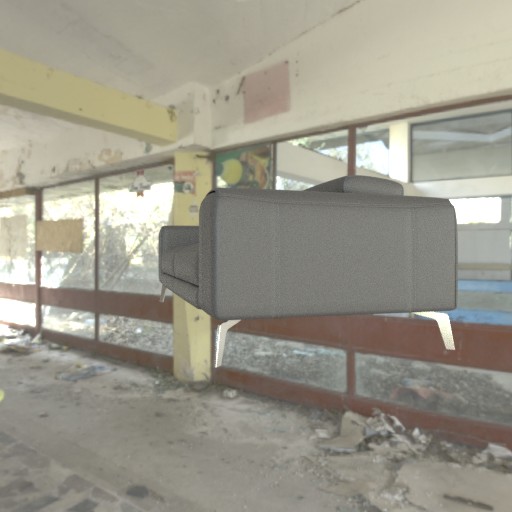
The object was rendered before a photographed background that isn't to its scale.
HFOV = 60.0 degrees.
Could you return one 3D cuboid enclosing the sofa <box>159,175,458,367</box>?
[{"bbox_3d":[0.000,0.000,2.726,1.023,0.759,2.321,0,0,-17],"label":"sofa"}]
